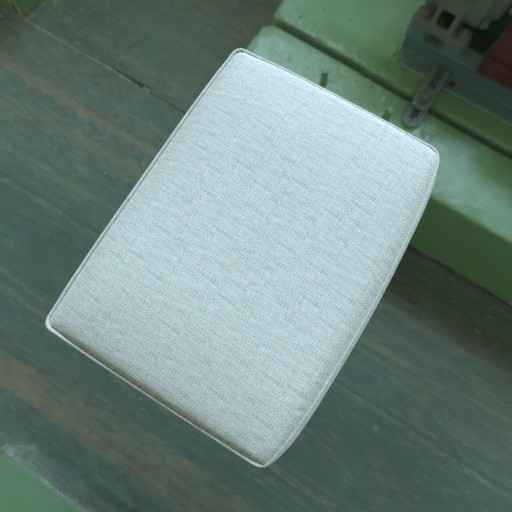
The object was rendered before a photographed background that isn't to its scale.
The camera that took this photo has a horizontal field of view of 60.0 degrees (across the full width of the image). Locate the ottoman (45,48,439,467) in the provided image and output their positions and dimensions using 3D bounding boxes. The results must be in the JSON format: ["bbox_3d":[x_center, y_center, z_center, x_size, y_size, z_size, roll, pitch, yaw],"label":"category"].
[{"bbox_3d":[0.000,0.000,1.120,0.594,0.465,0.794,31,79,6],"label":"ottoman"}]
